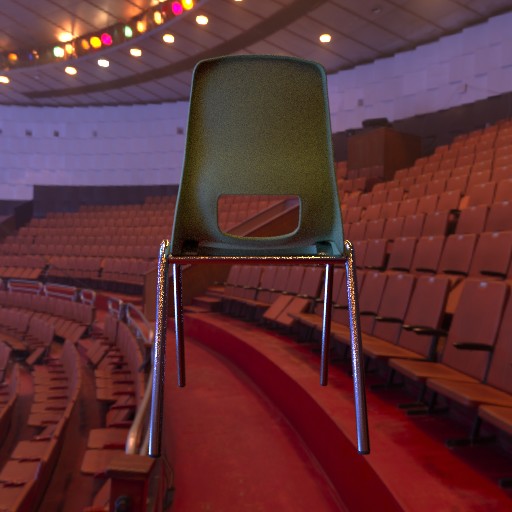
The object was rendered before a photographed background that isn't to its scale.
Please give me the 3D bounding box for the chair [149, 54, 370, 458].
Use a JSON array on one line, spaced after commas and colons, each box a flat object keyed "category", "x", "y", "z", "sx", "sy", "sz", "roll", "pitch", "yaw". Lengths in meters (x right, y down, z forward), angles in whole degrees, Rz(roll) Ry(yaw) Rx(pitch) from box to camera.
[{"category": "chair", "x": 0.000, "y": 0.000, "z": 0.926, "sx": 0.381, "sy": 0.653, "sz": 0.436, "roll": 0, "pitch": -1, "yaw": -2}]
